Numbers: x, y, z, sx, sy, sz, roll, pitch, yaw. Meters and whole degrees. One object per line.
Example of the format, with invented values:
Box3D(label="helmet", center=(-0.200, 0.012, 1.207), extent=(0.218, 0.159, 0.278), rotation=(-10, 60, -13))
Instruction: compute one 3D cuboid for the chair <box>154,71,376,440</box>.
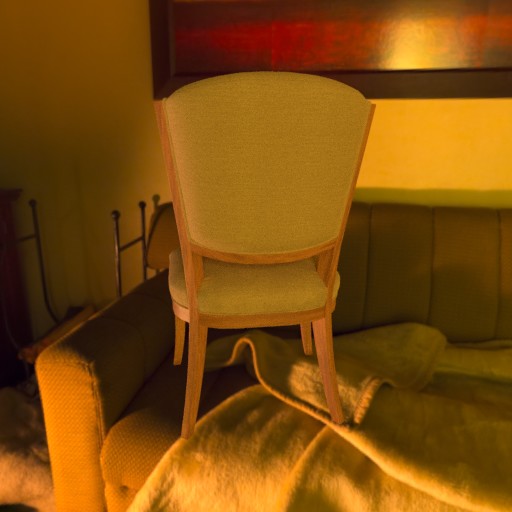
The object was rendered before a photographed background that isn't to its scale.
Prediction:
Box3D(label="chair", center=(0.000, 0.000, 1.266), extent=(0.513, 0.905, 0.584), rotation=(-2, 14, -9))
